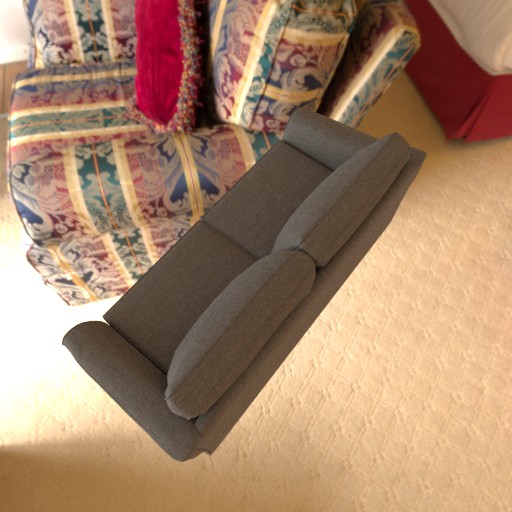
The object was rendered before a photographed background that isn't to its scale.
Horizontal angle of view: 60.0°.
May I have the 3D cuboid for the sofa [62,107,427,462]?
[{"bbox_3d":[0.000,0.000,2.730,0.971,0.950,2.270,35,68,17],"label":"sofa"}]
